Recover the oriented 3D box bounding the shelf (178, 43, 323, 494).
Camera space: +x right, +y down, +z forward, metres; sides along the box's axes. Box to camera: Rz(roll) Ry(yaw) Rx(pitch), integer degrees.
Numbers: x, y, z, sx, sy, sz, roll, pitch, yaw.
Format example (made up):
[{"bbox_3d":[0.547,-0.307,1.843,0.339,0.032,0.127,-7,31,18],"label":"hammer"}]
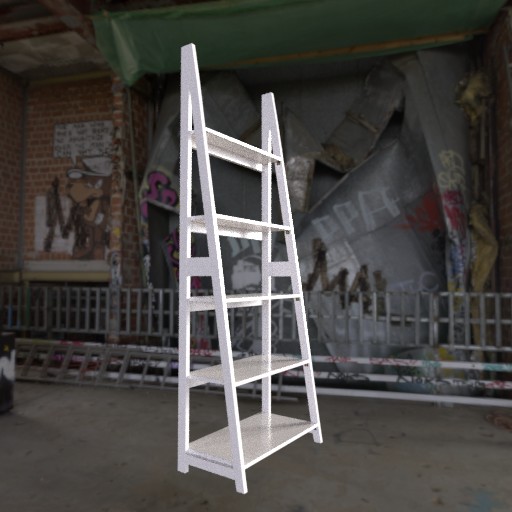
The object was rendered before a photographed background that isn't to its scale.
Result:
[{"bbox_3d":[0.000,0.000,2.020,0.341,1.779,0.636,-2,-3,35],"label":"shelf"}]
